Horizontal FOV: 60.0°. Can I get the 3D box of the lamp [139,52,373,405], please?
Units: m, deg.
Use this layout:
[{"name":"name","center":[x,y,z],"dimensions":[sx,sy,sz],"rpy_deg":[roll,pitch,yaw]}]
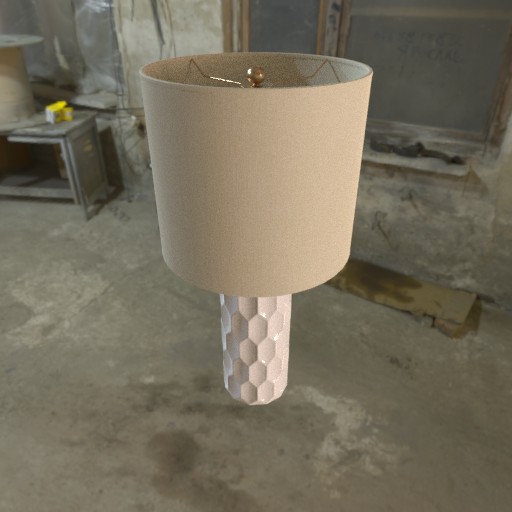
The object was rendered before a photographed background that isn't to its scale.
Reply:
[{"name":"lamp","center":[0.000,0.000,0.676],"dimensions":[0.277,0.537,0.277],"rpy_deg":[-2,31,-3]}]
